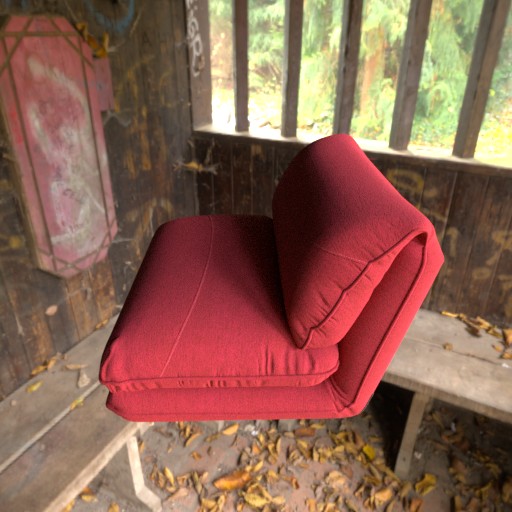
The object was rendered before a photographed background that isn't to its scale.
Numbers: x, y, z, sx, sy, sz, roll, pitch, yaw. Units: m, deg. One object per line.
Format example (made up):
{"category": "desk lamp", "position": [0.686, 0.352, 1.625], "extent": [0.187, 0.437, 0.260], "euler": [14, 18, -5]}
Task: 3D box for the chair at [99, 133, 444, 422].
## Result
{"category": "chair", "position": [0.000, 0.000, 1.333], "extent": [0.780, 0.580, 0.820], "euler": [-1, 28, -1]}
